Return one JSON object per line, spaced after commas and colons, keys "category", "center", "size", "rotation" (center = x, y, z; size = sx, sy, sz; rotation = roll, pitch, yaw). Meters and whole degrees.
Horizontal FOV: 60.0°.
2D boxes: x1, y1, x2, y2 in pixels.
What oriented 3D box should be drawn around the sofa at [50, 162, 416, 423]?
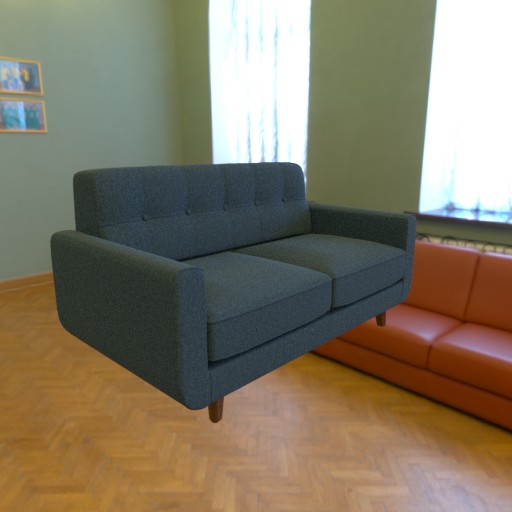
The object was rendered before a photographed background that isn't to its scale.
{"category": "sofa", "center": [0.000, 0.000, 2.226], "size": [0.942, 0.896, 1.651], "rotation": [13, 19, 42]}
